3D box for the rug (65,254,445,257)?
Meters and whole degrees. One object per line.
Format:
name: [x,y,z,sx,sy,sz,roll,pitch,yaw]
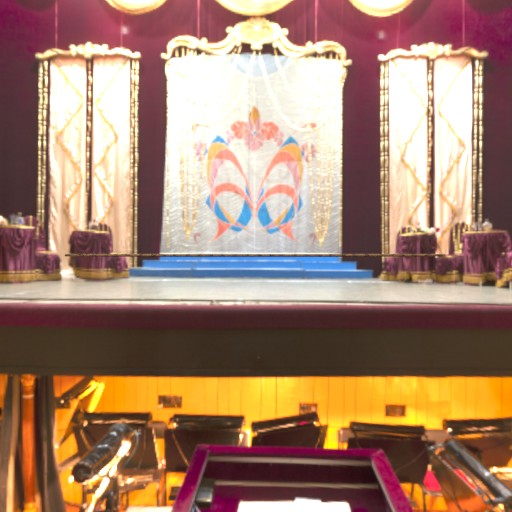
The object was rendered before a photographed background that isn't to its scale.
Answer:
rug: [0.000,0.000,2.331,1.220,0.008,1.824,0,0,0]
